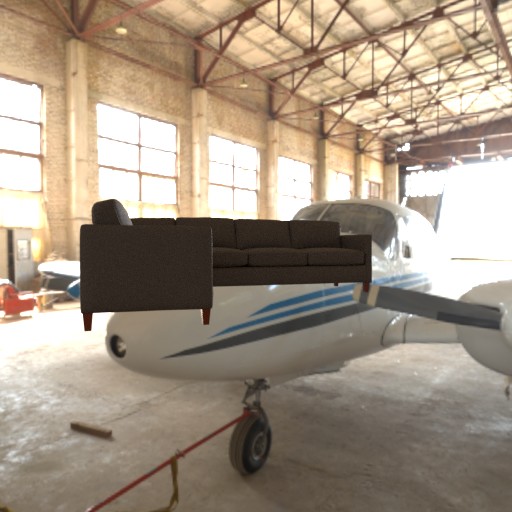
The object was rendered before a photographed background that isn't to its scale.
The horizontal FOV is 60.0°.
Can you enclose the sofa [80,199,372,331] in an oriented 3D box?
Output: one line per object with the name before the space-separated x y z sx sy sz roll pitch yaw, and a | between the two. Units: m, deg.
sofa | 0.000 0.000 4.689 3.302 0.947 2.593 0 2 -17
